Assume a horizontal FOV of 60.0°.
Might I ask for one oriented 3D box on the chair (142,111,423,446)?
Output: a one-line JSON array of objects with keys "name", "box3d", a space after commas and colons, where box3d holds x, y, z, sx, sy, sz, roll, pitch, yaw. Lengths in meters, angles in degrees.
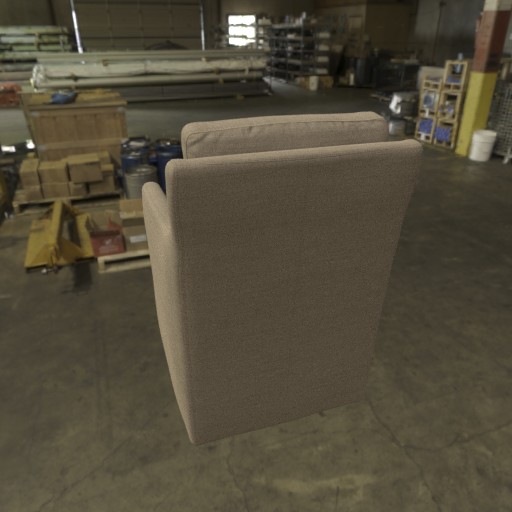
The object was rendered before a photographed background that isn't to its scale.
[{"name": "chair", "box3d": [0.000, 0.000, 1.391, 0.626, 0.914, 0.694, -9, 28, -17]}]
